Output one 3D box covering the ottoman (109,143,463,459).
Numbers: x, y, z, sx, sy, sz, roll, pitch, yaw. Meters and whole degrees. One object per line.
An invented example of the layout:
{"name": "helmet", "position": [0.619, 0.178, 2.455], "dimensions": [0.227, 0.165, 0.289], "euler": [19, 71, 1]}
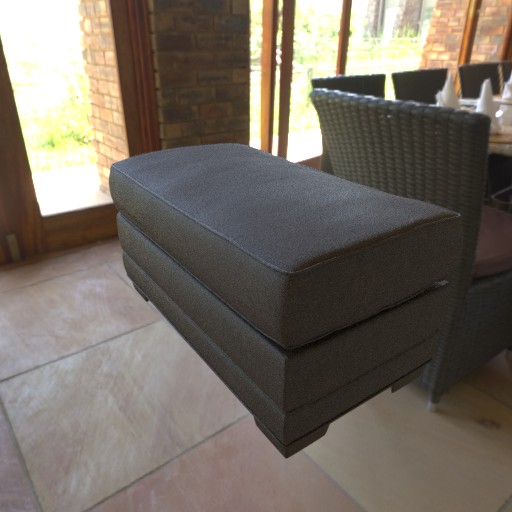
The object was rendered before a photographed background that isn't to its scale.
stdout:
{"name": "ottoman", "position": [0.000, 0.000, 1.167], "dimensions": [0.490, 0.448, 0.864], "euler": [-17, 31, -31]}
